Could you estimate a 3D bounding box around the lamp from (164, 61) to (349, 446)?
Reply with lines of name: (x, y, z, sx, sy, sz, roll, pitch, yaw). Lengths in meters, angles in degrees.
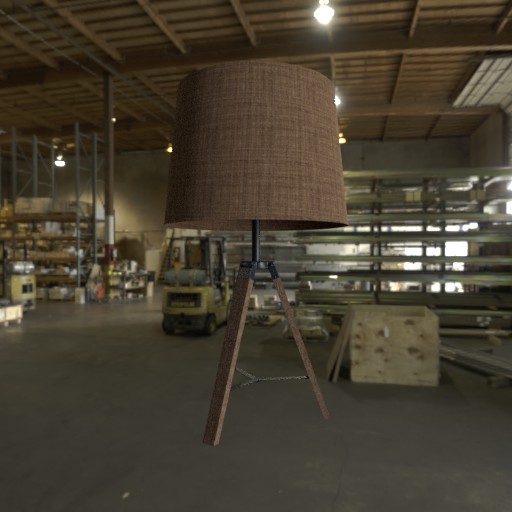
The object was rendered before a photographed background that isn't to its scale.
lamp: (0.000, 0.000, 0.708, 0.290, 0.514, 0.290, 0, 0, 0)
